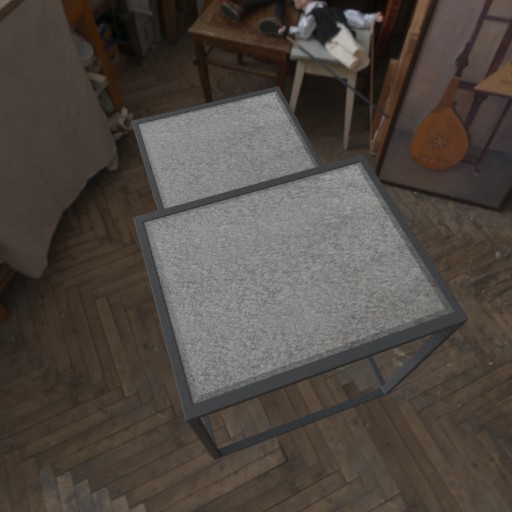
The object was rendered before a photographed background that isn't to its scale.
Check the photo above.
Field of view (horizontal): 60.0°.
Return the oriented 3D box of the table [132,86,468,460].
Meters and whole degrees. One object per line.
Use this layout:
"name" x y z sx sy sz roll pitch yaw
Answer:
"table" 0.000 0.000 1.150 0.508 0.540 0.788 -17 61 -10
